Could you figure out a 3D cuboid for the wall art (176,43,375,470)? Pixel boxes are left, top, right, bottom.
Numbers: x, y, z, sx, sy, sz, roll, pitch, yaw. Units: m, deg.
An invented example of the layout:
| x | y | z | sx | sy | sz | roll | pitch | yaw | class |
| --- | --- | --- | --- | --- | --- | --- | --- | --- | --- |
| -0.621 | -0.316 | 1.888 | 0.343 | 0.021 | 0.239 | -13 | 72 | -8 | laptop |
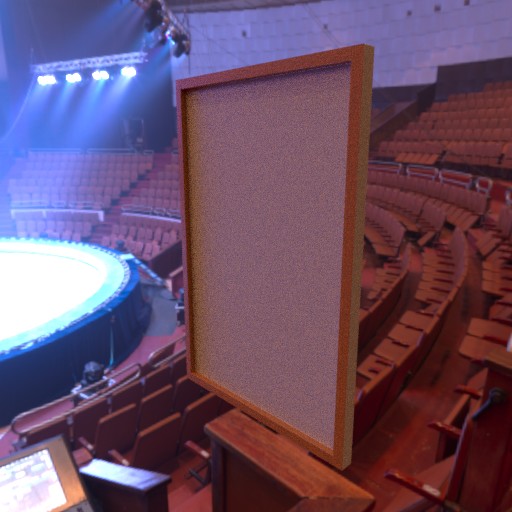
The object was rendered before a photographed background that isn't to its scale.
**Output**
| x | y | z | sx | sy | sz | roll | pitch | yaw | class |
| --- | --- | --- | --- | --- | --- | --- | --- | --- | --- |
| 0.000 | 0.000 | 1.148 | 0.037 | 0.916 | 0.610 | -13 | 18 | -43 | wall art |
